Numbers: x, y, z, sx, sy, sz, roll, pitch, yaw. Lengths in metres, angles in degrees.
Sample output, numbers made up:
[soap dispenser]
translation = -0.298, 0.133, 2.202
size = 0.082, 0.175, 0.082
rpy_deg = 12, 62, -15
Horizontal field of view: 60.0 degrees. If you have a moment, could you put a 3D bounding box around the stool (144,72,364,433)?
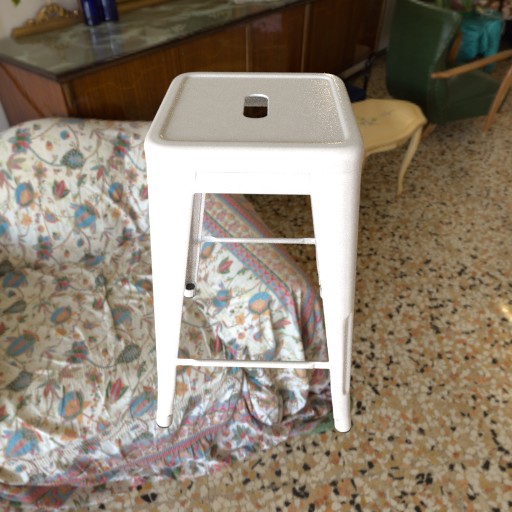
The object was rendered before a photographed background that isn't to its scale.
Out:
[stool]
translation = 0.000, 0.000, 0.869
size = 0.406, 0.610, 0.406
rpy_deg = 1, 41, 1
